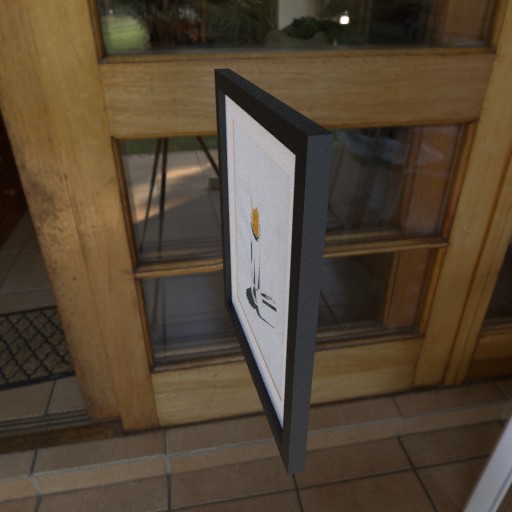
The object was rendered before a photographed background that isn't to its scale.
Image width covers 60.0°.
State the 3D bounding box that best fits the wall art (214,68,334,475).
[{"bbox_3d":[0.000,0.000,0.539,0.019,0.381,0.330,-8,32,-14],"label":"wall art"}]
